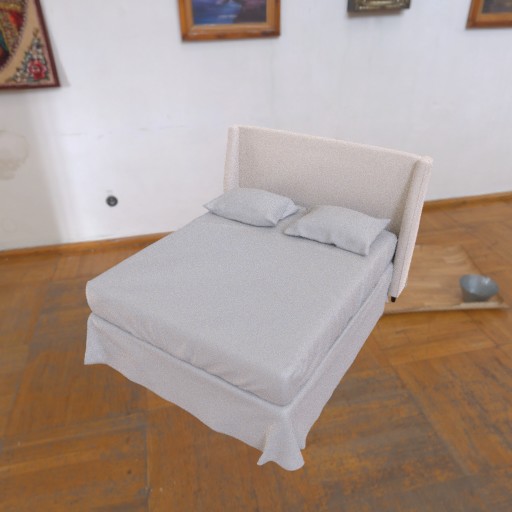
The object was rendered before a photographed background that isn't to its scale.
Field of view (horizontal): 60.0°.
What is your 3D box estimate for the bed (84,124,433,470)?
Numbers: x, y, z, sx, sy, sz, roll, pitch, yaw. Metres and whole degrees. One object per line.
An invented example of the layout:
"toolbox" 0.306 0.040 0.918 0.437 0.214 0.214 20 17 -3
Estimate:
"bed" 0.000 0.000 3.462 1.925 1.332 2.276 18 36 27
